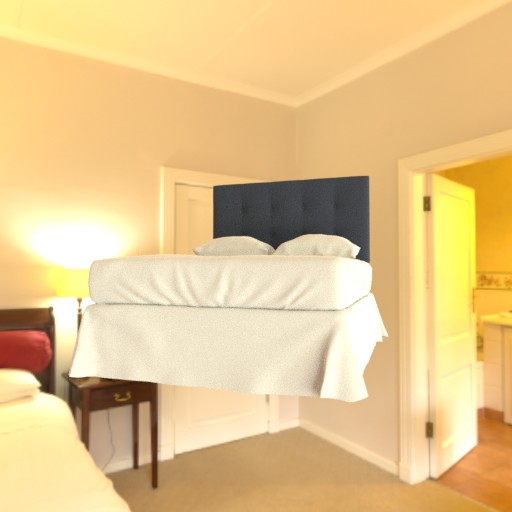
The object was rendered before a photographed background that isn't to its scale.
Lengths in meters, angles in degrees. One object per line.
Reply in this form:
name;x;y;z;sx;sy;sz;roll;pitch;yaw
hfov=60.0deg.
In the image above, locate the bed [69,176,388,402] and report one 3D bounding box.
bed;0.000;0.000;3.545;1.936;1.577;2.222;-1;-2;19
